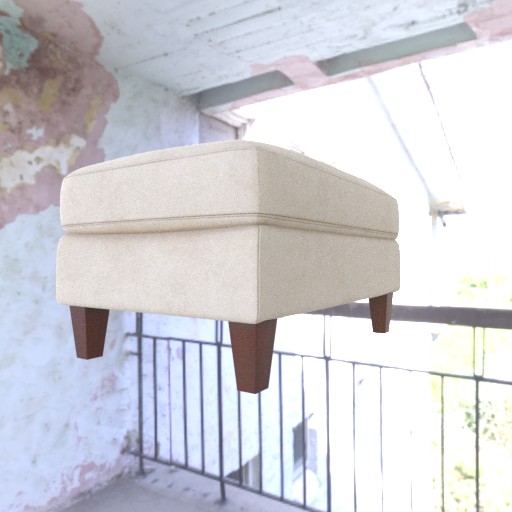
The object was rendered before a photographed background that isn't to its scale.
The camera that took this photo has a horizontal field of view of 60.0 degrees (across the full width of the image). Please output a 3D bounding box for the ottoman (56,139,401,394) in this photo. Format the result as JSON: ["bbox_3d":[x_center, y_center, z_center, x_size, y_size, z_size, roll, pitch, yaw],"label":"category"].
[{"bbox_3d":[0.000,0.000,1.230,0.584,0.483,0.864,0,0,34],"label":"ottoman"}]
